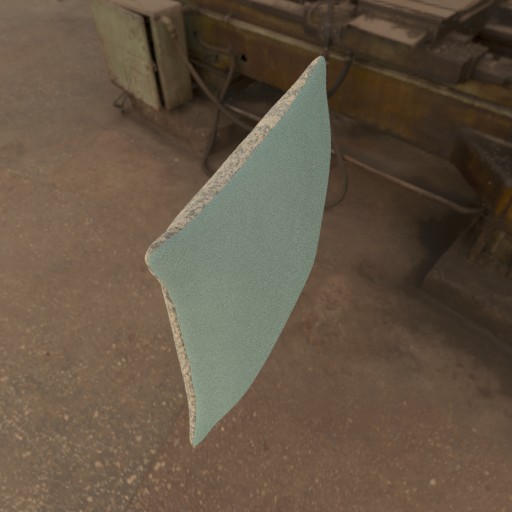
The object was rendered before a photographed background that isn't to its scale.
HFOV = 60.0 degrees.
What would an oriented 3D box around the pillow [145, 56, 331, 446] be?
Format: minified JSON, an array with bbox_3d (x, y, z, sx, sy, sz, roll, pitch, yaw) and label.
[{"bbox_3d":[0.000,0.000,0.780,0.166,0.507,0.526,19,50,17],"label":"pillow"}]
